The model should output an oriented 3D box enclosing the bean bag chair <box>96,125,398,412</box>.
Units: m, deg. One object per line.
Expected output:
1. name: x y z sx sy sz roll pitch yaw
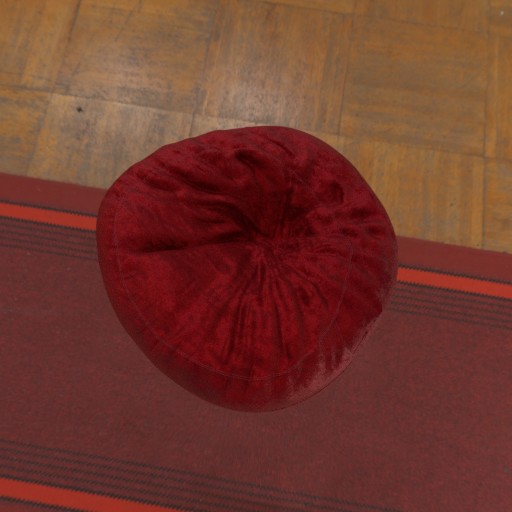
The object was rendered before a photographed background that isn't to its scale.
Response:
1. bean bag chair: 0.000 0.000 2.430 1.524 0.878 1.524 -35 78 -8
